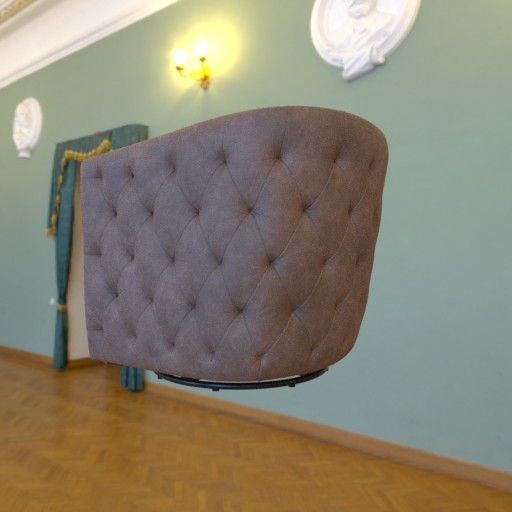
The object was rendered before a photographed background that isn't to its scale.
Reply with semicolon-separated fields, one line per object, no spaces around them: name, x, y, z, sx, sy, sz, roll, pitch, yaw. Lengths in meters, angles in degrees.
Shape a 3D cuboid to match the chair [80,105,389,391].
chair;0.000;0.000;1.556;0.870;0.790;0.850;0;0;35
